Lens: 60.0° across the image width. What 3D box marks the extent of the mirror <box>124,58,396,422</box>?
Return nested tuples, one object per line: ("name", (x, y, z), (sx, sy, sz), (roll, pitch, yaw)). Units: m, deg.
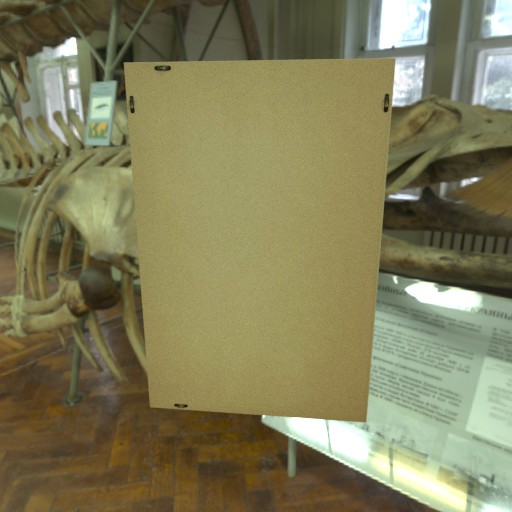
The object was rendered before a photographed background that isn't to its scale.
("mirror", (0.000, 0.000, 1.128), (0.609, 0.915, 0.041), (2, 16, 6))
